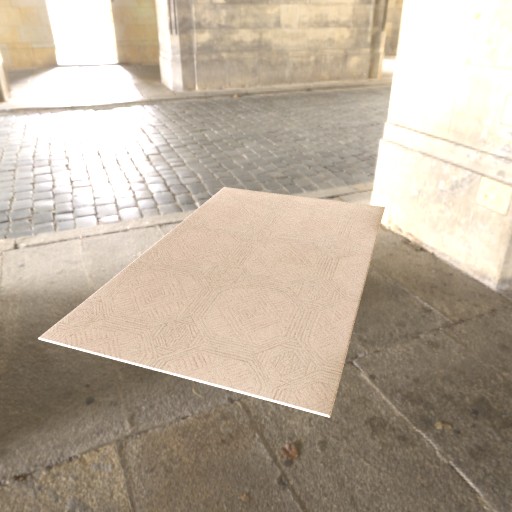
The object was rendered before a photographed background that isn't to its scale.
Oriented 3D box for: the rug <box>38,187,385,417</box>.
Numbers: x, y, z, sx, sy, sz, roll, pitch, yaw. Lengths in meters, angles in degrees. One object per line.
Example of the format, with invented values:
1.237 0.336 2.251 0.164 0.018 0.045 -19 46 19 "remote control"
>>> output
0.000 0.000 3.076 1.524 0.008 2.440 10 30 17 "rug"
